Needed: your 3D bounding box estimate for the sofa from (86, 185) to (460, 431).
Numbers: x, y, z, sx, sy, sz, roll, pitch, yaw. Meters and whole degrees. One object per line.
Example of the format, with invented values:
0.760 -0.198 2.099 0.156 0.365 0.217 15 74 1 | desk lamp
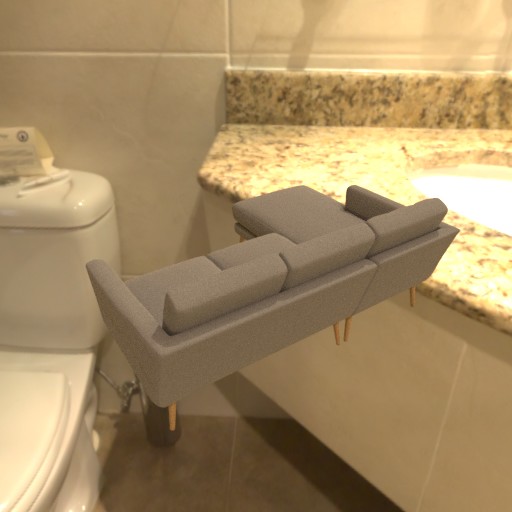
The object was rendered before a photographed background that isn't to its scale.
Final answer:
0.000 0.000 2.878 2.040 0.860 1.530 -19 36 -29 | sofa
